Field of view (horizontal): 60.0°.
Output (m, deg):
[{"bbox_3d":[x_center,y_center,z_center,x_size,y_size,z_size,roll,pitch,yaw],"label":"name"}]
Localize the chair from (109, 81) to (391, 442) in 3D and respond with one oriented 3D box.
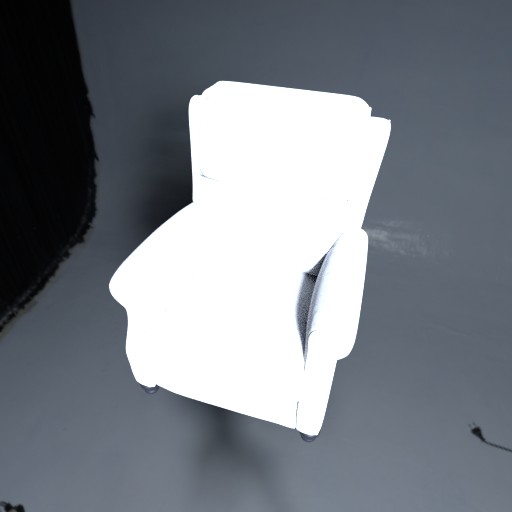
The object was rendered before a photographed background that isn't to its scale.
[{"bbox_3d":[0.000,0.000,1.740,0.859,1.046,0.919,12,42,13],"label":"chair"}]
